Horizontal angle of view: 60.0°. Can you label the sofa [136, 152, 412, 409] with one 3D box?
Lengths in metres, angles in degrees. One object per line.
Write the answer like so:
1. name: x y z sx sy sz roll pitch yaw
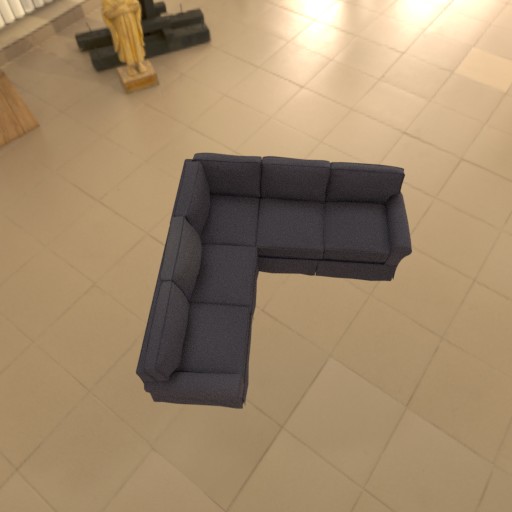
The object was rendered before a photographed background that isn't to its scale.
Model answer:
1. sofa: 0.000 0.000 5.120 2.874 1.169 3.773 31 62 19
